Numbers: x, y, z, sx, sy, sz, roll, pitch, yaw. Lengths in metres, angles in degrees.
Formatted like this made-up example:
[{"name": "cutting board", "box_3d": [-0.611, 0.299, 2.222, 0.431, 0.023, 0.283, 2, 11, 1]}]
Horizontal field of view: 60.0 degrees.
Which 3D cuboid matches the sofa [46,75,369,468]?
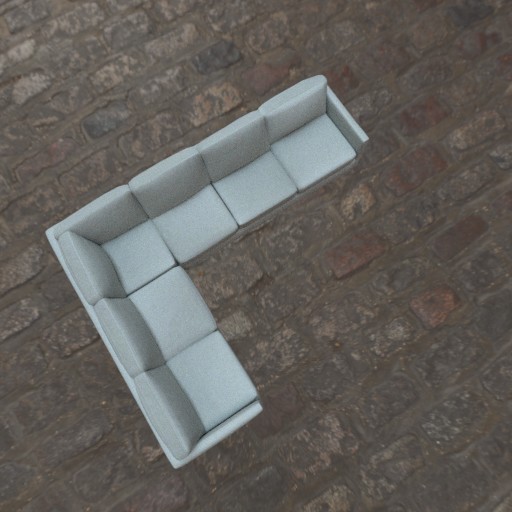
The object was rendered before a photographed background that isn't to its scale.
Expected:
[{"name": "sofa", "box_3d": [0.000, 0.000, 4.494, 3.301, 0.947, 2.592, -32, 78, -8]}]
